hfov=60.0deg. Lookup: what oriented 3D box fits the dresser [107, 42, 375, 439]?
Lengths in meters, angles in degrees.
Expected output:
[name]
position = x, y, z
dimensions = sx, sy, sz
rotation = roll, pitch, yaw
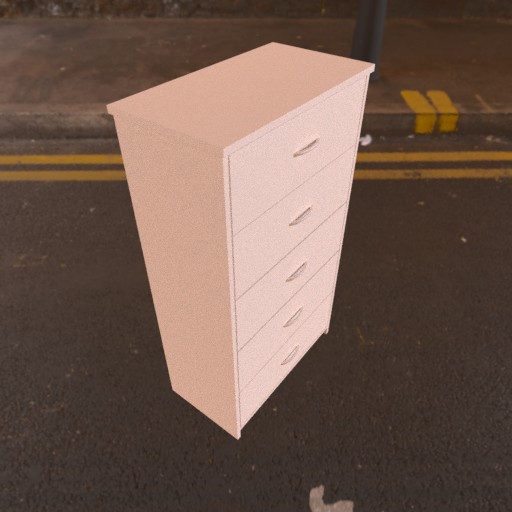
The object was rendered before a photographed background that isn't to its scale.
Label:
[dresser]
position = 0.000, 0.000, 1.630
dimensions = 0.399, 1.255, 0.704
rotation = 27, 47, 28
